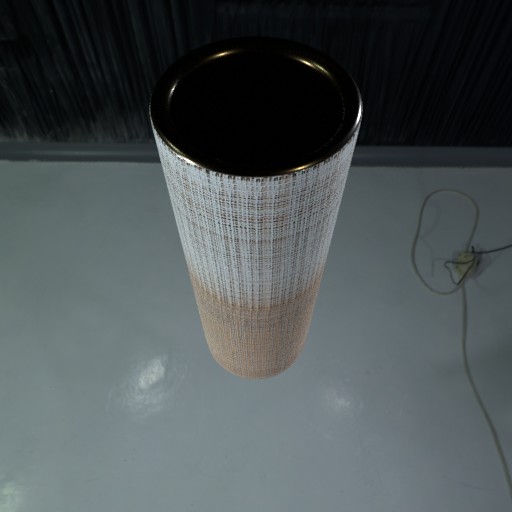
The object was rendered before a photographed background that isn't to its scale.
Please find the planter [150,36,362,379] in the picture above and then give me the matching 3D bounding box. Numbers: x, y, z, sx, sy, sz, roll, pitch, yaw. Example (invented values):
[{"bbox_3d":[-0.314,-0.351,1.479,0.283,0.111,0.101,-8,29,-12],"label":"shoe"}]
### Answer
[{"bbox_3d":[0.000,0.000,0.322,0.099,0.278,0.099,-1,58,-1],"label":"planter"}]
